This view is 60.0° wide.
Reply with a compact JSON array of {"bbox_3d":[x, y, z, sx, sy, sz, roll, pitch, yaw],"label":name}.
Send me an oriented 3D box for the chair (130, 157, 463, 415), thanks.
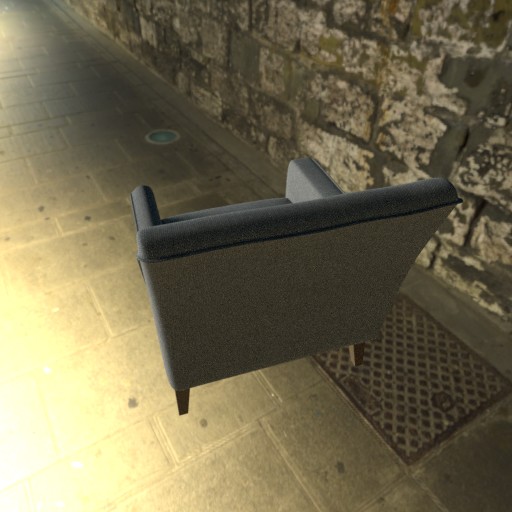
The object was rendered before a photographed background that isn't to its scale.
[{"bbox_3d":[0.000,0.000,1.565,0.780,0.919,0.899,-11,41,-14],"label":"chair"}]
